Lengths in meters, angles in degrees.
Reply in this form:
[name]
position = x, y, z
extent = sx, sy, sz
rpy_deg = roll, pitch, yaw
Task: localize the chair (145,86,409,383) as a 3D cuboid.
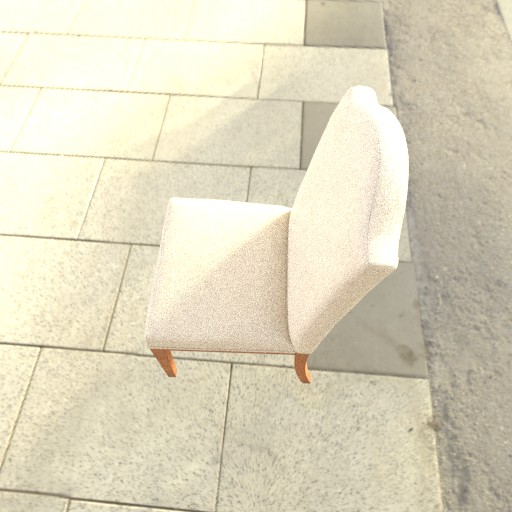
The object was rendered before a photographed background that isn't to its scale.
[chair]
position = 0.000, 0.000, 1.368
extent = 0.648, 1.012, 0.534
rpy_deg = 2, 59, 1
